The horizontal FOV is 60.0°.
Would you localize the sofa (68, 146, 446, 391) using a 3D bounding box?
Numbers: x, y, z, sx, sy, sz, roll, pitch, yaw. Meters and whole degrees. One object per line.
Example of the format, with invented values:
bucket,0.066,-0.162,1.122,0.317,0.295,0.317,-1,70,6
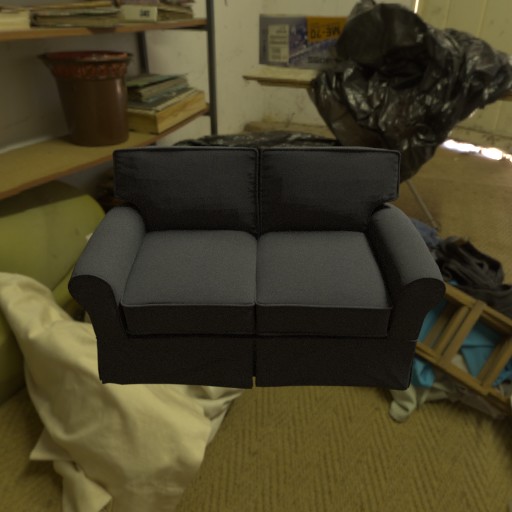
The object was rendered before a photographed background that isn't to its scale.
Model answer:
sofa,0.000,0.000,2.491,1.801,1.059,0.997,0,30,1
